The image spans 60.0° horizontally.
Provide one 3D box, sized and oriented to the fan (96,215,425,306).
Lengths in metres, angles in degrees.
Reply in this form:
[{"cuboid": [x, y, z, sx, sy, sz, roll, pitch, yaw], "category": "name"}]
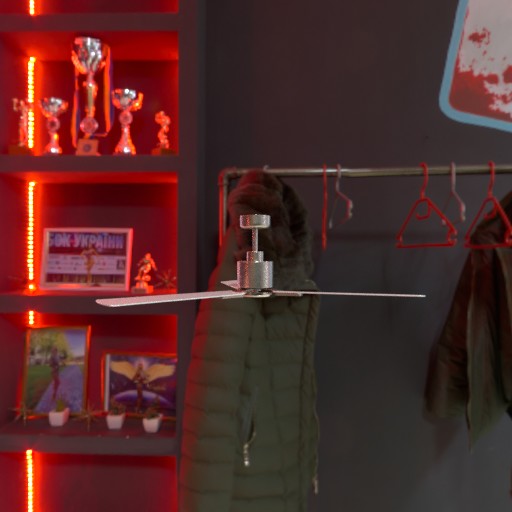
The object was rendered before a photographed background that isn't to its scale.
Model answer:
[{"cuboid": [0.000, 0.000, 2.355, 1.561, 0.446, 1.531, 0, 1, 35], "category": "fan"}]
